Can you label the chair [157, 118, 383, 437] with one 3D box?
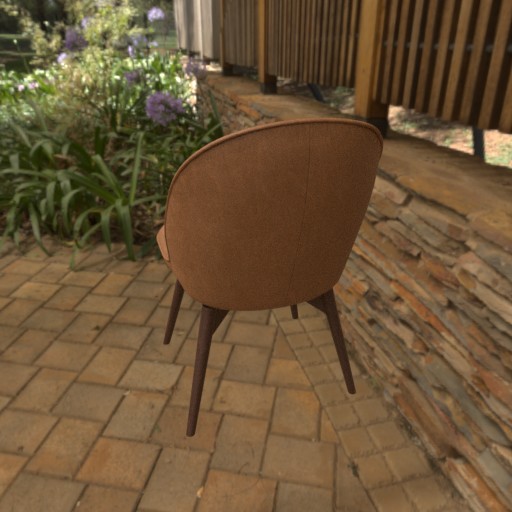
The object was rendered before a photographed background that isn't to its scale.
[{"bbox_3d":[0.000,0.000,1.249,0.521,0.831,0.631,-8,27,-17],"label":"chair"}]
